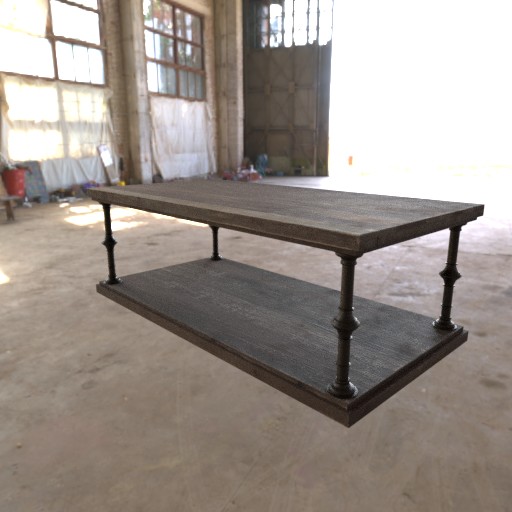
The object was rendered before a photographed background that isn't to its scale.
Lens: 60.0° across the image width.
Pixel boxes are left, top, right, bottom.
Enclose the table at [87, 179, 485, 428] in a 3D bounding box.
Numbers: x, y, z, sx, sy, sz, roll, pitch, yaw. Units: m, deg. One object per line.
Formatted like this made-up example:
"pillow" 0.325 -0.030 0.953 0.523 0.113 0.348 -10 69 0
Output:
"table" 0.000 0.000 1.358 0.554 0.373 1.088 -13 20 -42
